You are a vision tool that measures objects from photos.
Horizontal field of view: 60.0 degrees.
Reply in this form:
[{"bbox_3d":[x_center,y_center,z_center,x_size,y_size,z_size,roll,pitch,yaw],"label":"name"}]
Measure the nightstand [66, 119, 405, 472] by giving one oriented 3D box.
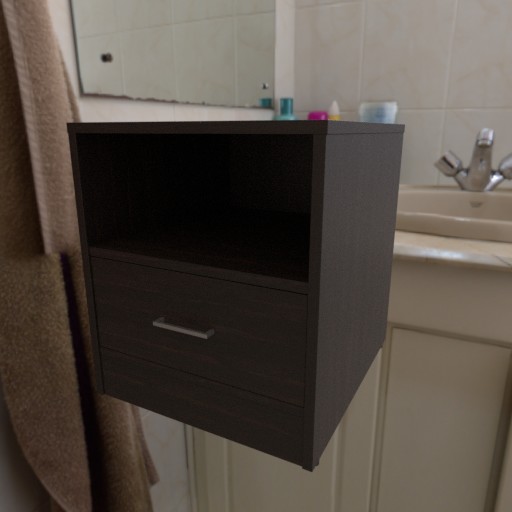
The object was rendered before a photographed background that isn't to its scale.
[{"bbox_3d":[0.000,0.000,0.803,0.400,0.460,0.461,8,18,27],"label":"nightstand"}]
